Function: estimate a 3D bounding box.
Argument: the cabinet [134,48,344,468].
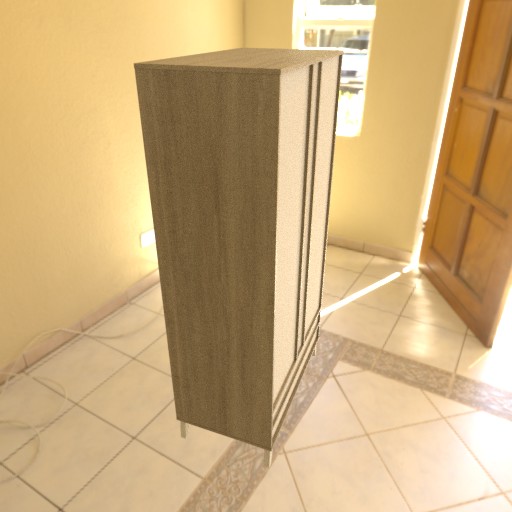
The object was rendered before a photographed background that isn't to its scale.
[{"bbox_3d":[0.000,0.000,2.422,0.571,1.999,1.006,11,30,19],"label":"cabinet"}]
